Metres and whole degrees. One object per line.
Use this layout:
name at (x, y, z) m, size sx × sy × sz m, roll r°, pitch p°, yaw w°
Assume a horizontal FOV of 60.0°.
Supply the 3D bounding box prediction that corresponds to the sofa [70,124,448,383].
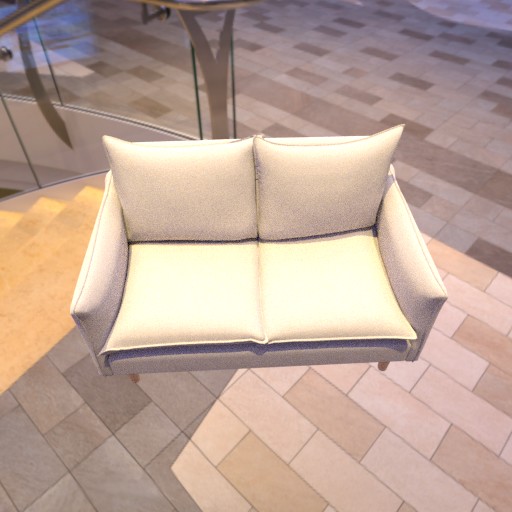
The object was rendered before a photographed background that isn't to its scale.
sofa at (0.000, 0.000, 1.834) m, size 1.300 × 0.840 × 0.820 m, roll -2°, pitch 45°, yaw -2°
